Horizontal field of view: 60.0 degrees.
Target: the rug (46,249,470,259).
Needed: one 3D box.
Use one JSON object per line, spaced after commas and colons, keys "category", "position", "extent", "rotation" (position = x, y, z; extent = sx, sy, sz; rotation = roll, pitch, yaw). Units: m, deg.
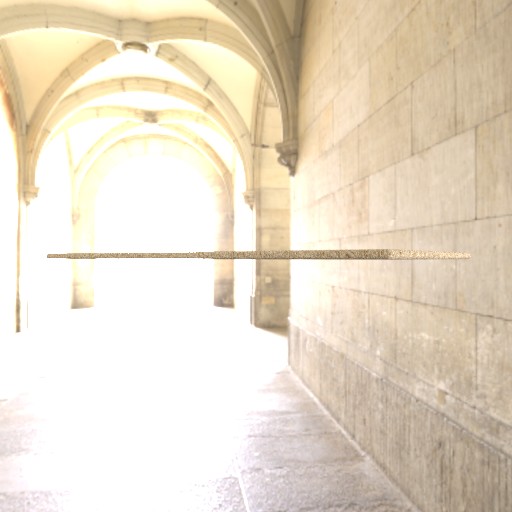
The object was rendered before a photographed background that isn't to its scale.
{"category": "rug", "position": [0.000, 0.000, 2.240], "extent": [1.778, 0.030, 1.219], "rotation": [0, 0, 35]}
